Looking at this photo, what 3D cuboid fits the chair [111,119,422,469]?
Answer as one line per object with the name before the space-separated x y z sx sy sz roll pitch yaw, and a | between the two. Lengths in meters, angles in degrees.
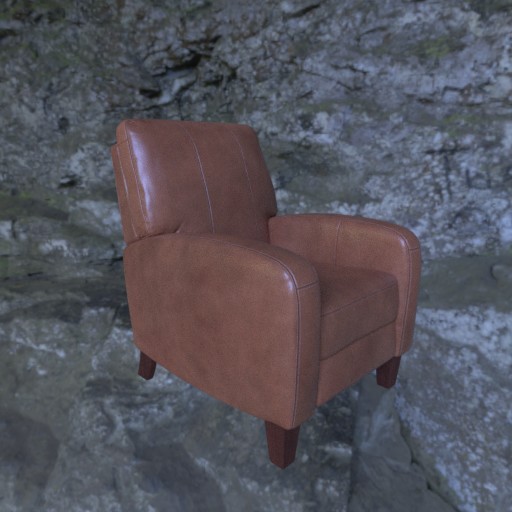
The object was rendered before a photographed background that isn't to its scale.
chair | 0.000 0.000 1.656 0.990 0.990 0.762 13 19 43
